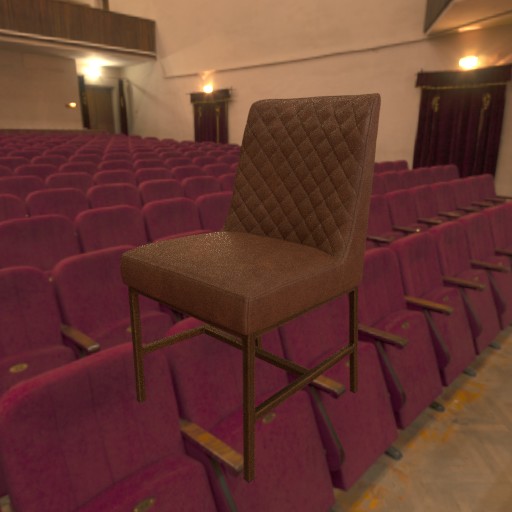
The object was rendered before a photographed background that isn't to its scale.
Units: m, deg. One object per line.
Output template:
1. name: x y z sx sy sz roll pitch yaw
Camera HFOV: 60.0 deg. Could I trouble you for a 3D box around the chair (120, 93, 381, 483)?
1. chair: 0.000 0.000 1.254 0.508 0.889 0.587 14 20 42
